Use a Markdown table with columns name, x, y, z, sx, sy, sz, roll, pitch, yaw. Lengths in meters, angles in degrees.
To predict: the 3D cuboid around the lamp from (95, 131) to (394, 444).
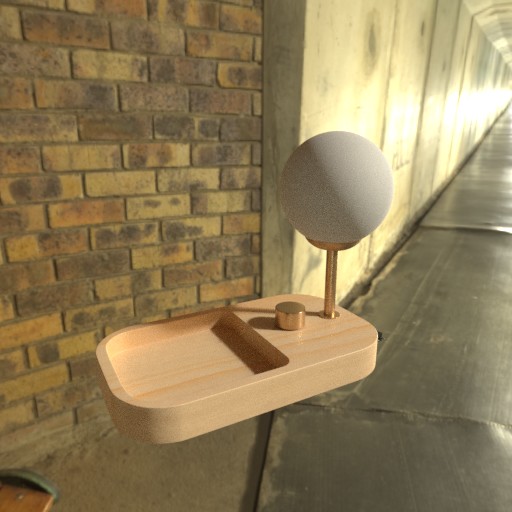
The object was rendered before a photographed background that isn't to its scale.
| name | x | y | z | sx | sy | sz | roll | pitch | yaw |
| --- | --- | --- | --- | --- | --- | --- | --- | --- | --- |
| lamp | 0.000 | 0.000 | 0.467 | 0.331 | 0.253 | 0.173 | -9 | 19 | -27 |
